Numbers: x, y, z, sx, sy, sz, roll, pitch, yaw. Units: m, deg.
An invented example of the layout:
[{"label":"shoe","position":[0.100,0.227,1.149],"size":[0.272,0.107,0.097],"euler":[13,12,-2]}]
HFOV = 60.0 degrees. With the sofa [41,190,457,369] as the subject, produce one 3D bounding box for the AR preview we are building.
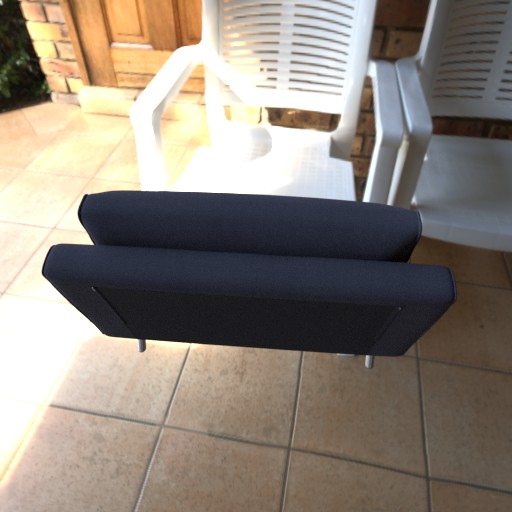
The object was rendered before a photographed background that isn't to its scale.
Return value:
[{"label":"sofa","position":[0.000,0.000,1.817],"size":[1.220,0.910,0.910],"euler":[3,45,3]}]
